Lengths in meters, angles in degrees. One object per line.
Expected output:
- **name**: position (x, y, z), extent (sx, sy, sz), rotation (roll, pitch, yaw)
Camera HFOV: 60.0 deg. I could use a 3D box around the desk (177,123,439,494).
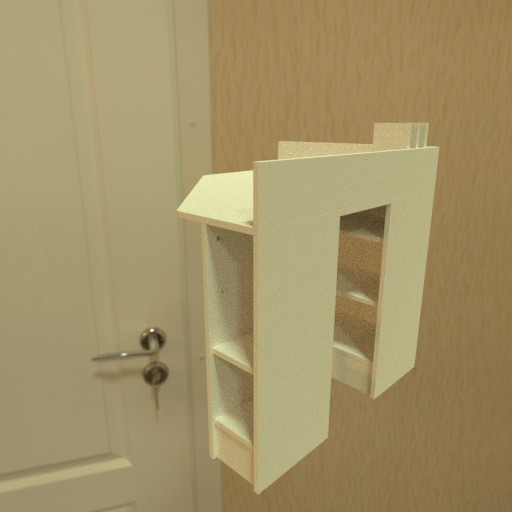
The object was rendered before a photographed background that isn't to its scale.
- **desk**: position (0.000, 0.000, 1.716), extent (0.940, 0.986, 0.940), rotation (16, 23, 42)
